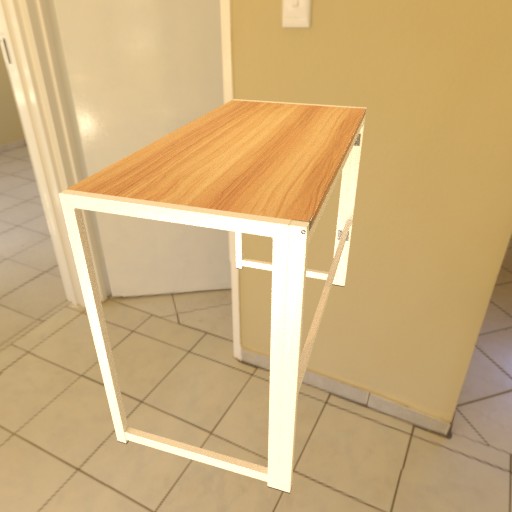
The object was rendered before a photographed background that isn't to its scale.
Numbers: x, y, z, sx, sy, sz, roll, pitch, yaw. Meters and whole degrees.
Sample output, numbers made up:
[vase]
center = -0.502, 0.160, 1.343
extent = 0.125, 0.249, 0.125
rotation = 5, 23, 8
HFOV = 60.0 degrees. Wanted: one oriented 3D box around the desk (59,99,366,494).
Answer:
[desk]
center = 0.000, 0.000, 1.429
extent = 0.508, 0.762, 1.016
rotation = 9, 31, 15
